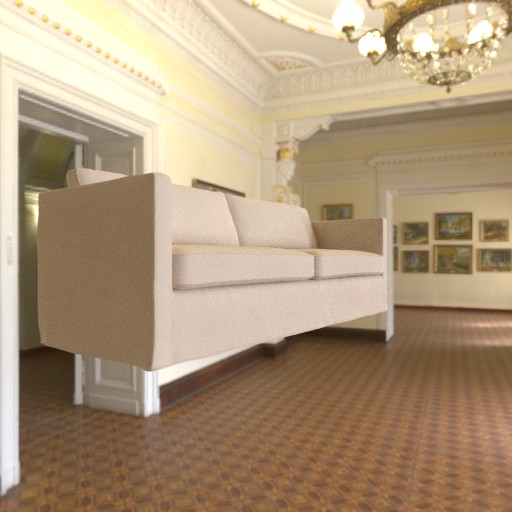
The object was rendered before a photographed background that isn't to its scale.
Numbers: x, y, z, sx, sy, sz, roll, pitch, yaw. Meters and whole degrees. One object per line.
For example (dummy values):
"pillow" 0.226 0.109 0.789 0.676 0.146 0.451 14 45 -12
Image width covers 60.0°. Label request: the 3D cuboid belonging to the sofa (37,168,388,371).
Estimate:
"sofa" 0.000 0.000 3.269 1.036 0.999 2.779 0 -1 37
